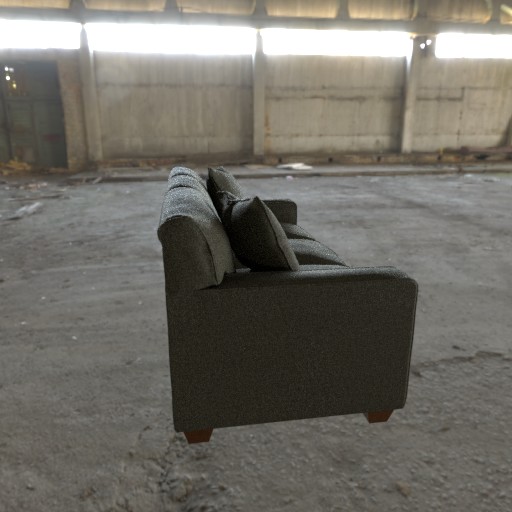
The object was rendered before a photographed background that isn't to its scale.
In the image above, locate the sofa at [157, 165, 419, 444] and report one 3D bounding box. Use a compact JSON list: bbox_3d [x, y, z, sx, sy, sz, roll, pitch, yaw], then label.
[{"bbox_3d":[0.000,0.000,2.595,0.997,0.958,2.024,-3,16,-9],"label":"sofa"}]
